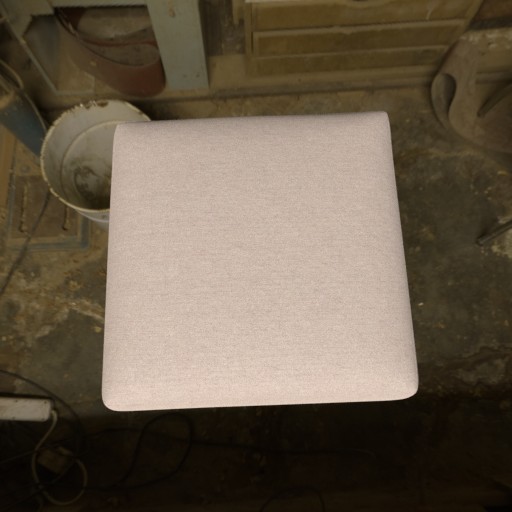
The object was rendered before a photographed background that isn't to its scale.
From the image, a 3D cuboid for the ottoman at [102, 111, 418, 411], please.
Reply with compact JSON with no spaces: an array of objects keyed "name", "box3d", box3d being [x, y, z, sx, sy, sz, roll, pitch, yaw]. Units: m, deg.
[{"name":"ottoman","box3d":[0.000,0.000,1.637,1.041,0.470,1.041,-2,76,0]}]
